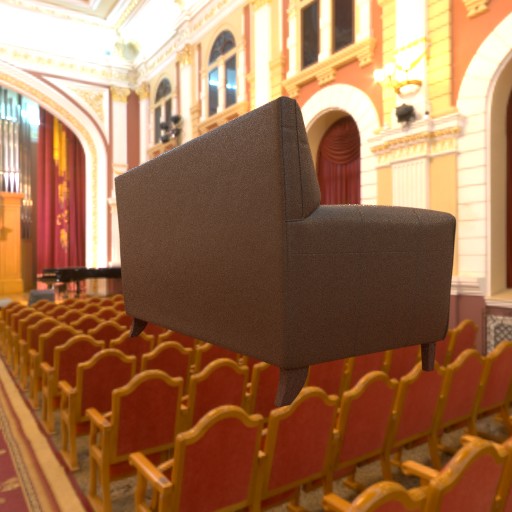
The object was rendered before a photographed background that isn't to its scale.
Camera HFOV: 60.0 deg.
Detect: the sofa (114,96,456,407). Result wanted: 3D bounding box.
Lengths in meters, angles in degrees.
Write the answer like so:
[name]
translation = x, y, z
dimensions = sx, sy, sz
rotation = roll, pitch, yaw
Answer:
[sofa]
translation = 0.000, 0.000, 2.011
dimensions = 0.853, 0.859, 1.468
rotation = 0, 0, -34
